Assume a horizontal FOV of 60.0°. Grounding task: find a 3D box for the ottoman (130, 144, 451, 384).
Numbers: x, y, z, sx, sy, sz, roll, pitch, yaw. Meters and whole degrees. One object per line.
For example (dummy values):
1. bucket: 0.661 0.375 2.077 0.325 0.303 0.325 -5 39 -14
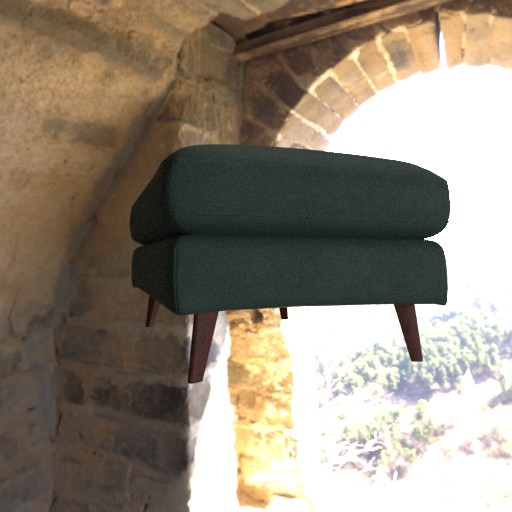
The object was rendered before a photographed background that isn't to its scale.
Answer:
1. ottoman: 0.000 0.000 1.181 0.608 0.449 0.811 0 -1 -20
